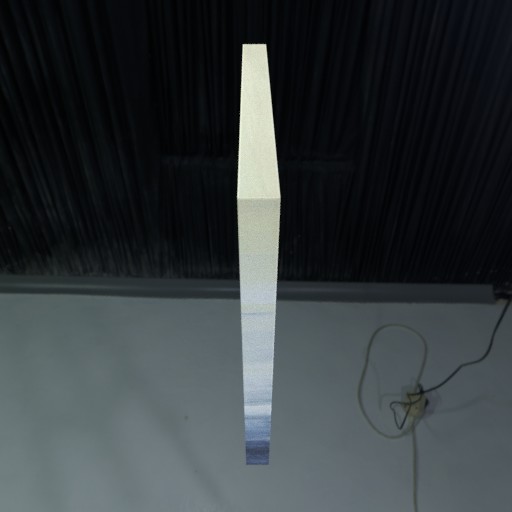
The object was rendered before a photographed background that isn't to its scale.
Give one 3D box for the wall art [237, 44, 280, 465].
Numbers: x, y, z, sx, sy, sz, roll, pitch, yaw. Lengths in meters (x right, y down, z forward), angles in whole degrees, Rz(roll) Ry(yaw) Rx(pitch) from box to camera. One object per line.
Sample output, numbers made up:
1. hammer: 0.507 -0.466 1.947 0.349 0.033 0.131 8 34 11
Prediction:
1. wall art: 0.000 0.000 0.707 0.037 0.511 0.435 0 41 0
